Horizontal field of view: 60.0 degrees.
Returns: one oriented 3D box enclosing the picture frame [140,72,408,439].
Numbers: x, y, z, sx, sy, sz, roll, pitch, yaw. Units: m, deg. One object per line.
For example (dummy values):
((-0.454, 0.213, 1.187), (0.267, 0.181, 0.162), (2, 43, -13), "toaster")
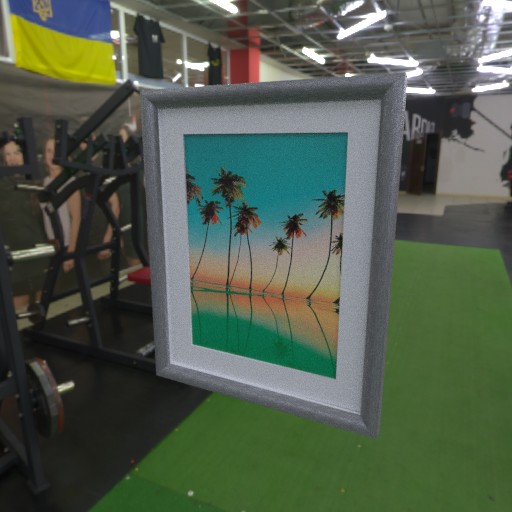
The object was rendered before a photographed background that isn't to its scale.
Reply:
((0.000, 0.000, 0.764), (0.454, 0.559, 0.029), (7, 16, 26), "picture frame")
